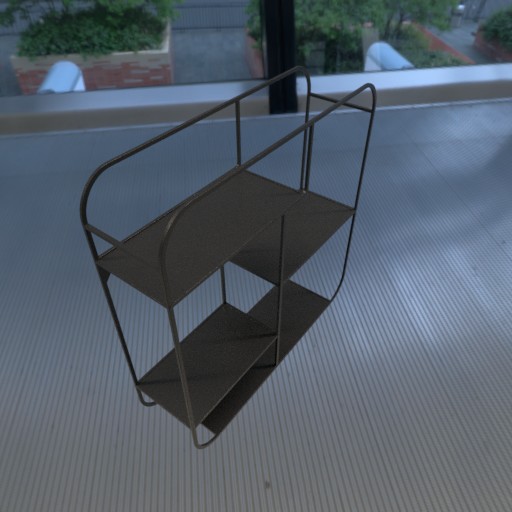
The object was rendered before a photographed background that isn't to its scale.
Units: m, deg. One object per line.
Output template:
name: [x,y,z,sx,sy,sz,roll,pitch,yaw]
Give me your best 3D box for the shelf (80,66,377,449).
shelf: [0.000,0.000,0.917,0.160,0.600,0.600,27,48,27]
